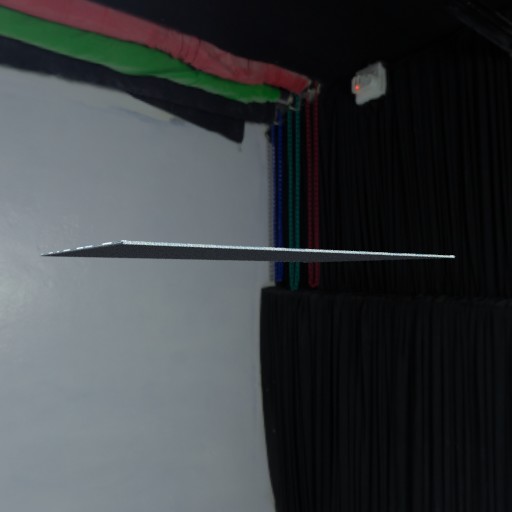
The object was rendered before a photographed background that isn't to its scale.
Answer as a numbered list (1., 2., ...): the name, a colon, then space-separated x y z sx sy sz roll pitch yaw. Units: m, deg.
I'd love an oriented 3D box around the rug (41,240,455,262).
1. rug: 0.000 0.000 3.065 2.438 0.015 1.518 2 -3 -37
